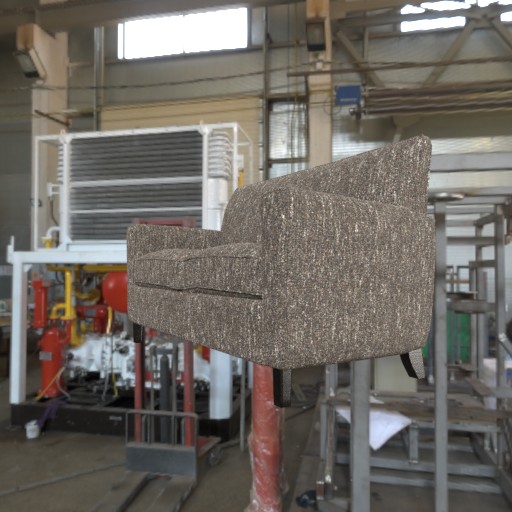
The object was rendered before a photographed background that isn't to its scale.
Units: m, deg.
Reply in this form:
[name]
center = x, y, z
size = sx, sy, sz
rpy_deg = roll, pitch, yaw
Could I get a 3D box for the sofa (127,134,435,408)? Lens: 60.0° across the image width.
[sofa]
center = 0.000, 0.000, 2.107
size = 0.801, 0.946, 1.519
rpy_deg = 1, -2, -33
